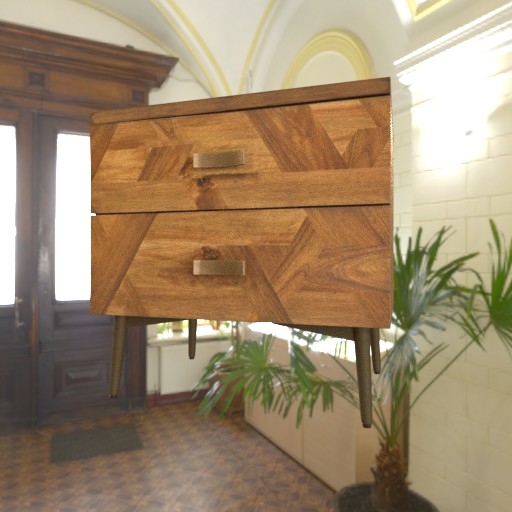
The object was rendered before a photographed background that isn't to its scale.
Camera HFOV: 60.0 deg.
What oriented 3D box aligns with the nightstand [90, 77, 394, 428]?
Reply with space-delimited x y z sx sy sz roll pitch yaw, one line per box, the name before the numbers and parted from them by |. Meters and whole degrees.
nightstand | 0.000 0.000 1.039 0.610 0.610 0.458 0 0 18
